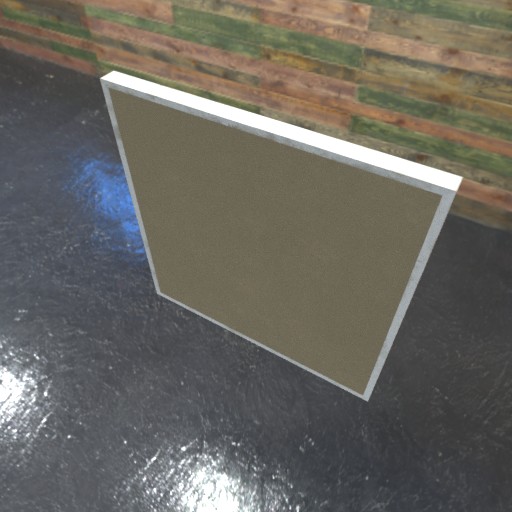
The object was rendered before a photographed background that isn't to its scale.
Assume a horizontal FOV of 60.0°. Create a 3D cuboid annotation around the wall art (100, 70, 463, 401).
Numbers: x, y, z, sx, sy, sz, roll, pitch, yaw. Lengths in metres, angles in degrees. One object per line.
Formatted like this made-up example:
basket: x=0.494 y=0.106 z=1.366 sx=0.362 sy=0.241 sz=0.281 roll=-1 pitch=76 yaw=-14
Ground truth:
wall art: x=0.000 y=0.000 z=0.748 sx=0.508 sy=0.506 sz=0.029 roll=23 pitch=52 yaw=20
